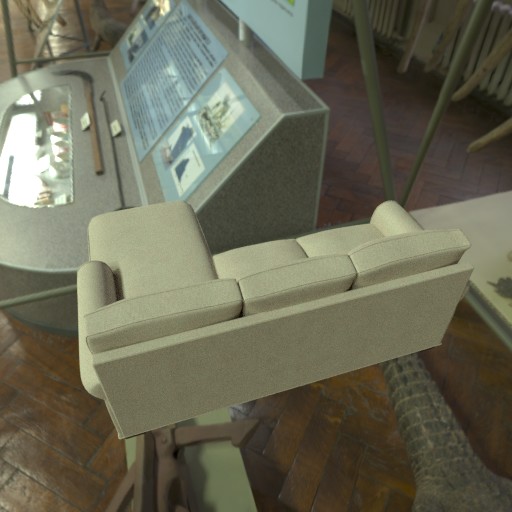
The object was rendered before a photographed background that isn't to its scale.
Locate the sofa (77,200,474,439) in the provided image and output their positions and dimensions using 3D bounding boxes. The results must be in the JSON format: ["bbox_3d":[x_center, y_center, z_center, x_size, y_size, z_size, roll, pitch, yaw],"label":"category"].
[{"bbox_3d":[0.000,0.000,2.328,1.770,0.734,1.226,-12,44,-13],"label":"sofa"}]
